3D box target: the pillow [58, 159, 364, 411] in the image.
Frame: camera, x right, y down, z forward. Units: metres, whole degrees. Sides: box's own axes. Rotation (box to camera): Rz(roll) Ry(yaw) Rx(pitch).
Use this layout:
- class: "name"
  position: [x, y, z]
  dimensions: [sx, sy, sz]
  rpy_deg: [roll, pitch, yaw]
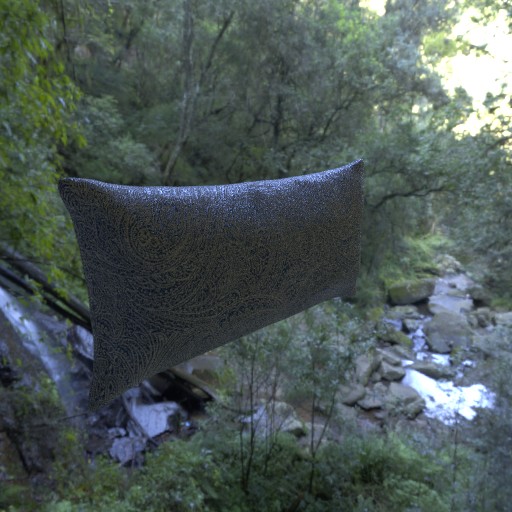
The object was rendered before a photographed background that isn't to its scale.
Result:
- class: "pillow"
  position: [0.000, 0.000, 0.733]
  dimensions: [0.151, 0.295, 0.615]
  rpy_deg: [15, 21, 43]
